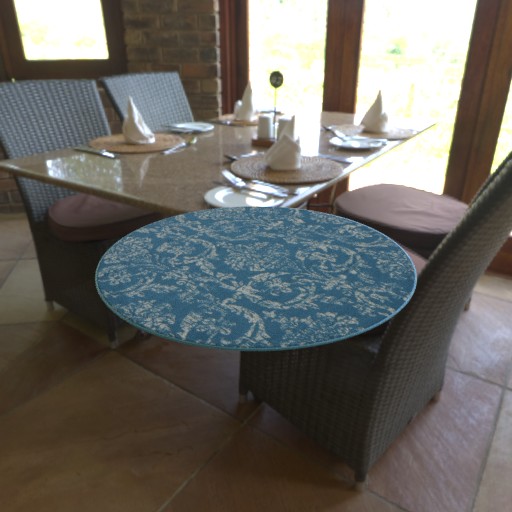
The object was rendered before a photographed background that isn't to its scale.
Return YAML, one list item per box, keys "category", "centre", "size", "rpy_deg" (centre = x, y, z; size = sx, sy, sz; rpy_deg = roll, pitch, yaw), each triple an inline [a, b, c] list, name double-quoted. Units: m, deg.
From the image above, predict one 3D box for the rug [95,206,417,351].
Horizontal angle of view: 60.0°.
- category: "rug"
  centre: [0.000, 0.000, 2.309]
  size: [1.593, 0.012, 1.593]
  rpy_deg: [0, 25, 0]
